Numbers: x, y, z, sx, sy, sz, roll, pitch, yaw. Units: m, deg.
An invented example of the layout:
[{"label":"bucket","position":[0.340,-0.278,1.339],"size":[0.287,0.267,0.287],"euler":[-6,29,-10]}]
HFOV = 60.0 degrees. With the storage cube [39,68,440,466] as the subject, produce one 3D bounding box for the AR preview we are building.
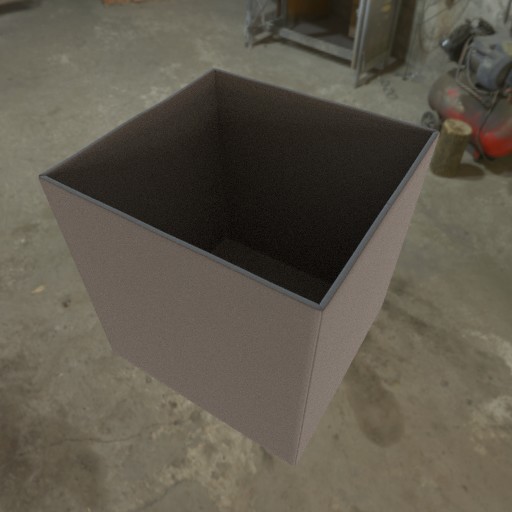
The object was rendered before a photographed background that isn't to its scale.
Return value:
[{"label":"storage cube","position":[0.000,0.000,0.499],"size":[0.270,0.280,0.270],"euler":[24,51,22]}]
